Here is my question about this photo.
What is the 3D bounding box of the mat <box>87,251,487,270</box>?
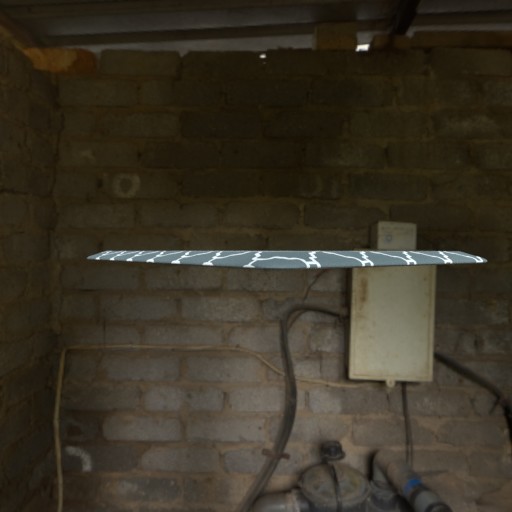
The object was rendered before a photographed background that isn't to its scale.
[{"bbox_3d":[0.000,0.000,0.952,0.508,0.021,0.762,-1,1,-37],"label":"mat"}]
